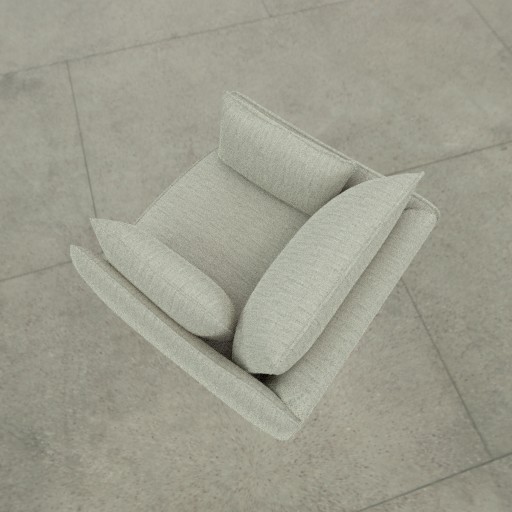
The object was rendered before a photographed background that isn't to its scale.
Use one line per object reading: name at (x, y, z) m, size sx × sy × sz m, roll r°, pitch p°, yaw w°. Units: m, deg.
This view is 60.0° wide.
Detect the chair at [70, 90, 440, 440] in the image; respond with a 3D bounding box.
chair at (0.000, 0.000, 1.734) m, size 0.991 × 0.855 × 0.994 m, roll 34°, pitch 69°, yaw 15°
